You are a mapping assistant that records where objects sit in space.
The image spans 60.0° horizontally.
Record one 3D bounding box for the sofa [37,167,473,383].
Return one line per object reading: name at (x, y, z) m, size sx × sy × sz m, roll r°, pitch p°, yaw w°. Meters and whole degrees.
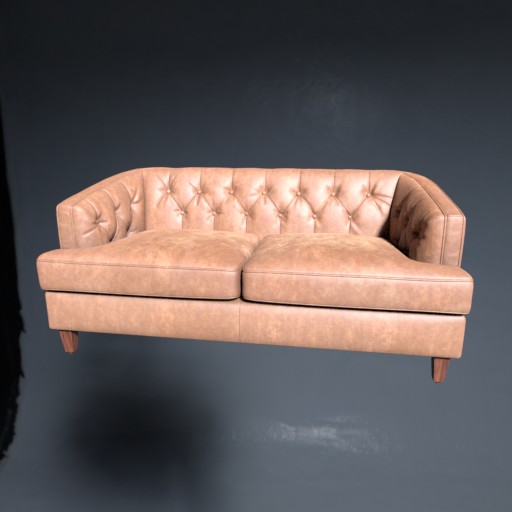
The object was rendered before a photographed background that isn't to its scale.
sofa at (0.000, 0.000, 2.173) m, size 1.755 × 0.786 × 0.914 m, roll 2°, pitch 16°, yaw 9°
